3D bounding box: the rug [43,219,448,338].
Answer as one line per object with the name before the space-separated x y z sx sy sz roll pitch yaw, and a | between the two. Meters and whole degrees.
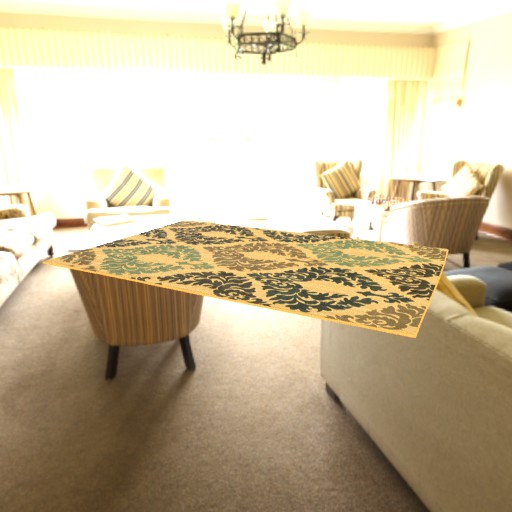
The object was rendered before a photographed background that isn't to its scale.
rug | 0.000 0.000 2.959 2.275 0.014 1.514 8 18 26
